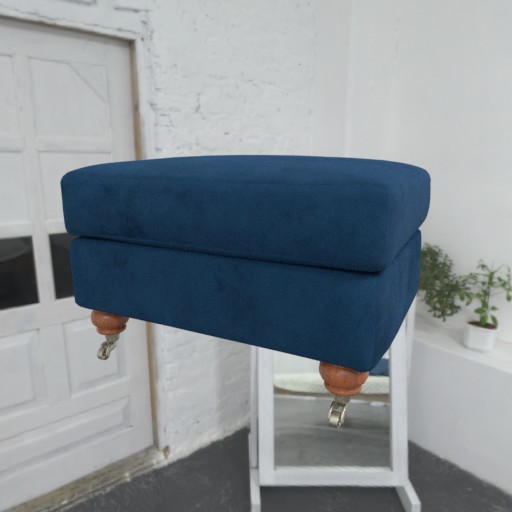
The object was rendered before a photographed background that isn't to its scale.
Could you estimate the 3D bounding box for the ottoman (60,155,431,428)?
[{"bbox_3d":[0.000,0.000,1.136,0.773,0.503,0.572,7,16,26],"label":"ottoman"}]
